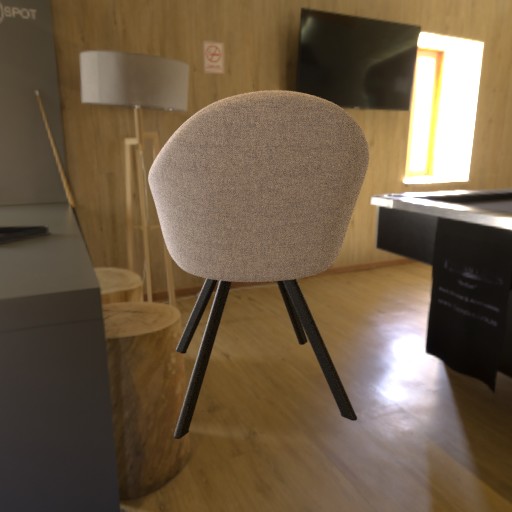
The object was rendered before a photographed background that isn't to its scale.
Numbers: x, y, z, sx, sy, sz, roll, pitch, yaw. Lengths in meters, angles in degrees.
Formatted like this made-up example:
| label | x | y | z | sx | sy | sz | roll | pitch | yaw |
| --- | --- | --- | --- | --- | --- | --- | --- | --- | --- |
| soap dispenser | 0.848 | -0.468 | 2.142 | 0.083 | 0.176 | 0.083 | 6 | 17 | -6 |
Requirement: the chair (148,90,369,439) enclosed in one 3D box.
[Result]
| label | x | y | z | sx | sy | sz | roll | pitch | yaw |
| --- | --- | --- | --- | --- | --- | --- | --- | --- | --- |
| chair | 0.000 | 0.000 | 1.184 | 0.540 | 0.780 | 0.570 | -2 | 14 | -9 |
